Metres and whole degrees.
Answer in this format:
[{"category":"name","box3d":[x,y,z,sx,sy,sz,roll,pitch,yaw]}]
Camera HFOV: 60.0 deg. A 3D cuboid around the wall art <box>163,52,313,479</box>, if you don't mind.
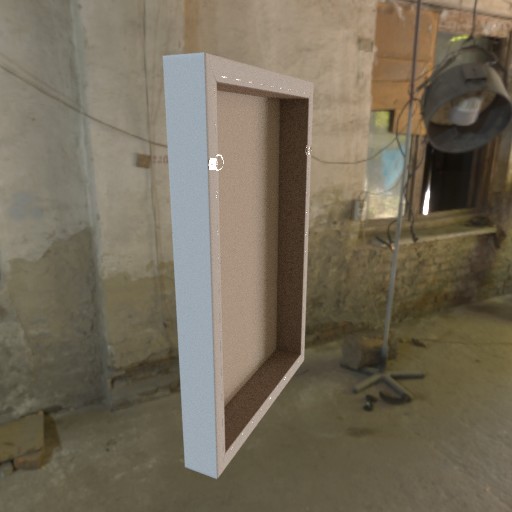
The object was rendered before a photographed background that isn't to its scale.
[{"category":"wall art","box3d":[0.000,0.000,0.494,0.039,0.381,0.252,8,18,24]}]
